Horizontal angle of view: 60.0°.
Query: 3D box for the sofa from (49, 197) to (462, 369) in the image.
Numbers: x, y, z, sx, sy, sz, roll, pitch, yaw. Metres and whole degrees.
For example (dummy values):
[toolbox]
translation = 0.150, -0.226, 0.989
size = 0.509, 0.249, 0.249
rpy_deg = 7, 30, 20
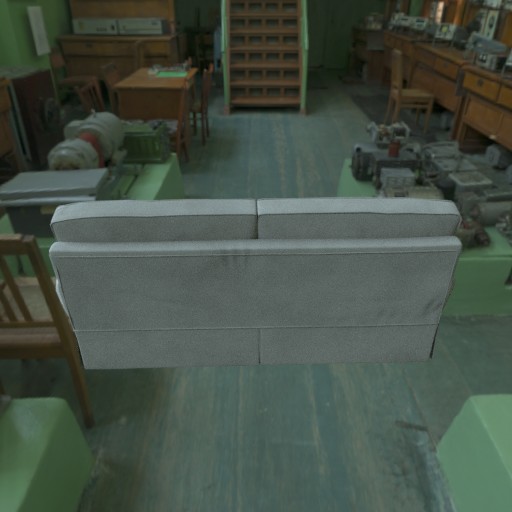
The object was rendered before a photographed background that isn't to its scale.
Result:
[sofa]
translation = 0.000, 0.000, 2.775
size = 2.246, 1.014, 0.900
rpy_deg = -1, 31, -2
